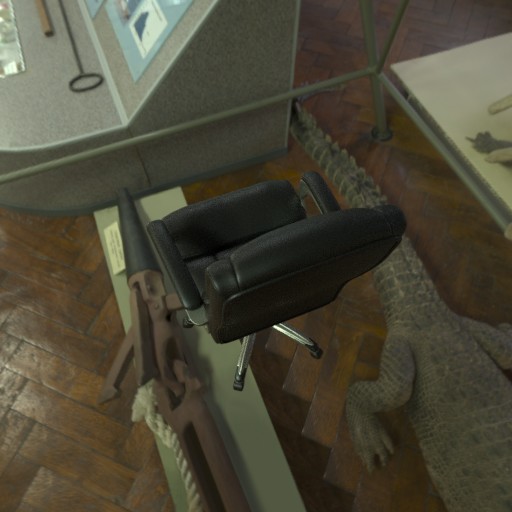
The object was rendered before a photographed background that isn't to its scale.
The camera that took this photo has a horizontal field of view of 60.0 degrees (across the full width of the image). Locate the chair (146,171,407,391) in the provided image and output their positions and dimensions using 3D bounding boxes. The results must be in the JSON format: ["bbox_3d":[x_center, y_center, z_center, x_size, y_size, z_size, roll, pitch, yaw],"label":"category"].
[{"bbox_3d":[0.000,0.000,1.588,0.663,1.155,0.739,-19,61,-11],"label":"chair"}]
